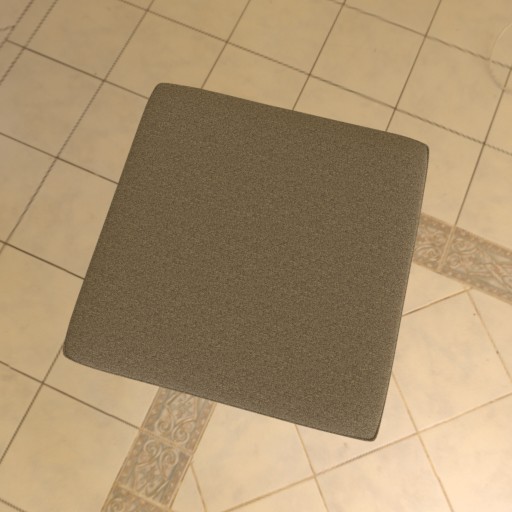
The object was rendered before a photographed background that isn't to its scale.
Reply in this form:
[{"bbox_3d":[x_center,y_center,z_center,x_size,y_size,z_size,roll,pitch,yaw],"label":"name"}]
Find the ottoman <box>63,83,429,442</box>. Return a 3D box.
[{"bbox_3d":[0.000,0.000,1.607,1.005,0.464,1.015,14,77,3],"label":"ottoman"}]
